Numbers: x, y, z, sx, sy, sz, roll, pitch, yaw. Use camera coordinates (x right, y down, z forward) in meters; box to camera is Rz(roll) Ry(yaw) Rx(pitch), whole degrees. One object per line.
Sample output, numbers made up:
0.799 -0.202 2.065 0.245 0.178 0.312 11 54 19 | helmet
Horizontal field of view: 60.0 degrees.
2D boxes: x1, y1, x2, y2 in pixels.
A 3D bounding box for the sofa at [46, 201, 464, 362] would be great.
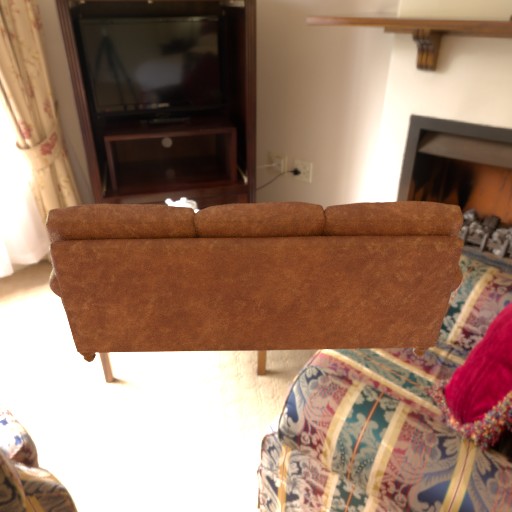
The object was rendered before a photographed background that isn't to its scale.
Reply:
0.000 0.000 2.858 2.351 0.977 0.973 -1 30 -1 | sofa
